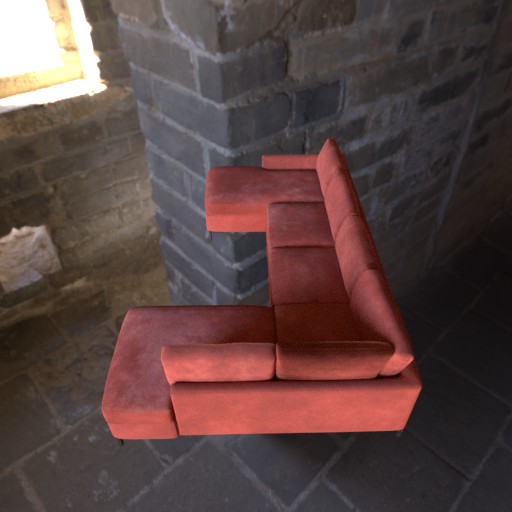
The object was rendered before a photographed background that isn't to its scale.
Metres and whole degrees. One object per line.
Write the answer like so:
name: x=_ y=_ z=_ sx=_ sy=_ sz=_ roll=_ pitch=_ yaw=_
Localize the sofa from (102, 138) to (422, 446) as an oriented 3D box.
sofa: x=0.000 y=0.000 z=3.838 sx=1.981 sy=0.858 sz=2.971 roll=-1 pitch=41 yaw=-1
